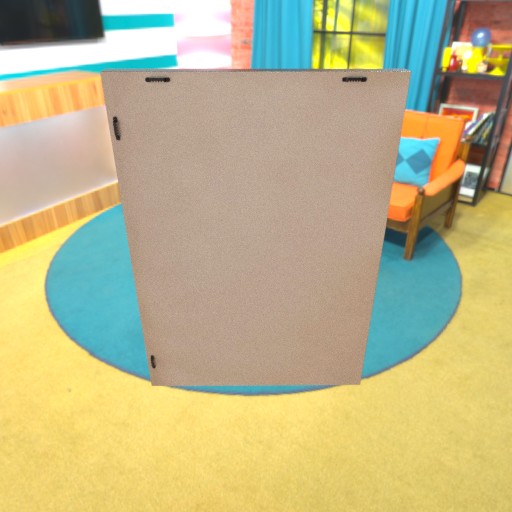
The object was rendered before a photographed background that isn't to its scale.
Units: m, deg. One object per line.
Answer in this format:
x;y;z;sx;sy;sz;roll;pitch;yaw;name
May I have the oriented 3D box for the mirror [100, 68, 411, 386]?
0.000;0.000;0.912;0.507;0.710;0.039;0;30;0;mirror
